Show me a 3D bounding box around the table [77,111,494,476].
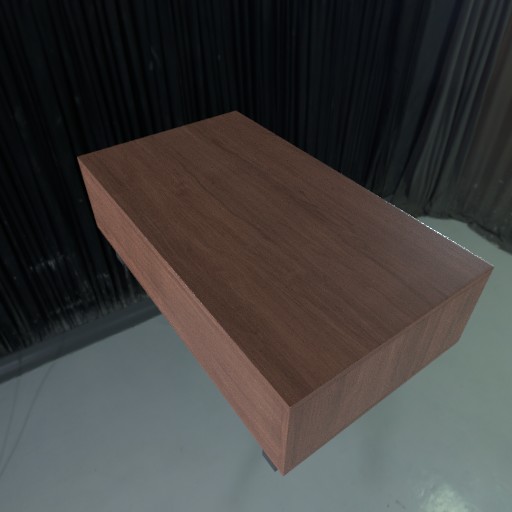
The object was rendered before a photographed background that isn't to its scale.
[{"bbox_3d":[0.000,0.000,1.288,0.600,0.380,1.020,-25,47,-26],"label":"table"}]
